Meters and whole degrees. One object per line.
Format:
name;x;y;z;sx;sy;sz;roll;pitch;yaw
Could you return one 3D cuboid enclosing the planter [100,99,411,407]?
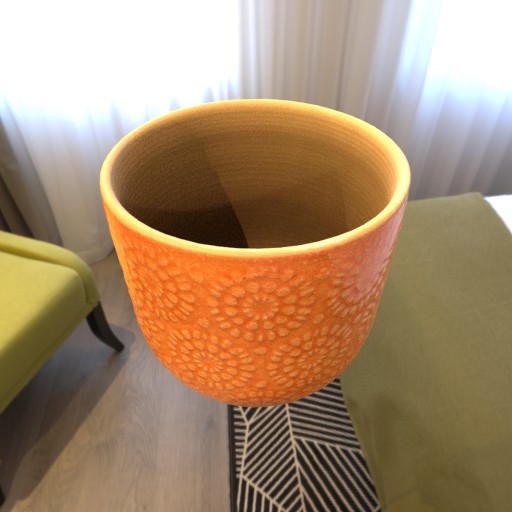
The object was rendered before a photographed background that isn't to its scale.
planter;0.000;0.000;0.290;0.170;0.152;0.170;0;42;0
